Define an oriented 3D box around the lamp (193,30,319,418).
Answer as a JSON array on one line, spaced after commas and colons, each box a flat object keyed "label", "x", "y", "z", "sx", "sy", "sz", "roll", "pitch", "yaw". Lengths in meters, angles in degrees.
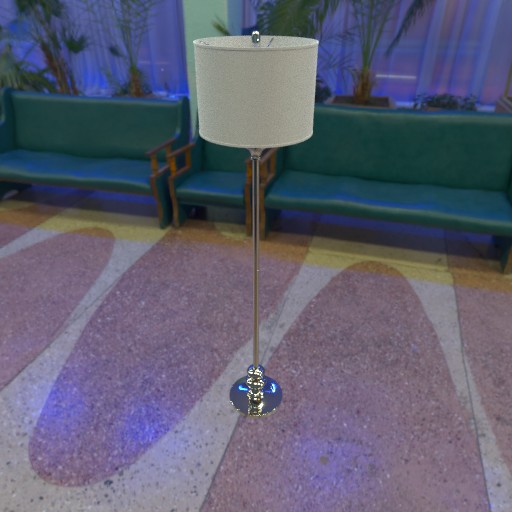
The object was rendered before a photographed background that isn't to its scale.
[{"label": "lamp", "x": 0.000, "y": 0.000, "z": 1.637, "sx": 0.356, "sy": 1.487, "sz": 0.356, "roll": 10, "pitch": 32, "yaw": 16}]
